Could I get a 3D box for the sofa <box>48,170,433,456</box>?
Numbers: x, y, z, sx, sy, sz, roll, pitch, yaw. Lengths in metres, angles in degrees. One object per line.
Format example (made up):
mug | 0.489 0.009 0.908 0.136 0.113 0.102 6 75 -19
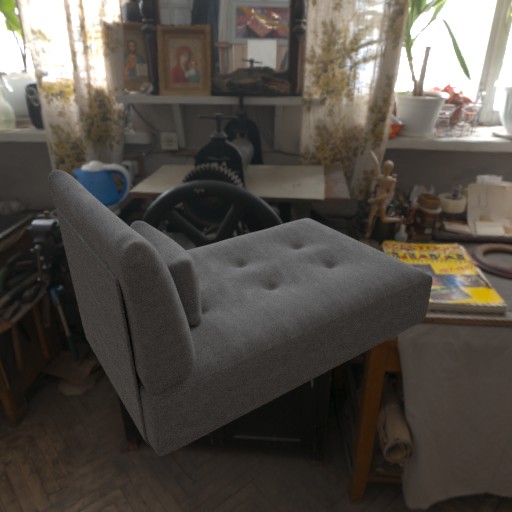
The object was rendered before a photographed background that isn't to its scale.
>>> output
sofa | 0.000 0.000 1.993 1.450 0.820 0.930 -17 31 -31
